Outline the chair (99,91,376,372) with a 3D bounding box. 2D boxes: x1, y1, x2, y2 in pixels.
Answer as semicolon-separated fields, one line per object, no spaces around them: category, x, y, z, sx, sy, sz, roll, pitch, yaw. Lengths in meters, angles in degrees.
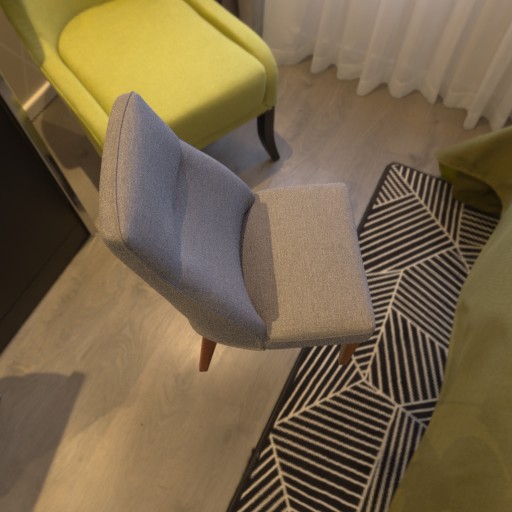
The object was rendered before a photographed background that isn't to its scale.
chair;0.000;0.000;1.275;0.620;0.930;0.500;-4;63;-2
